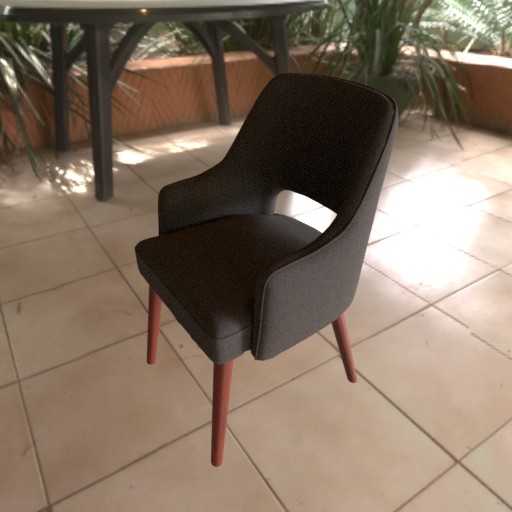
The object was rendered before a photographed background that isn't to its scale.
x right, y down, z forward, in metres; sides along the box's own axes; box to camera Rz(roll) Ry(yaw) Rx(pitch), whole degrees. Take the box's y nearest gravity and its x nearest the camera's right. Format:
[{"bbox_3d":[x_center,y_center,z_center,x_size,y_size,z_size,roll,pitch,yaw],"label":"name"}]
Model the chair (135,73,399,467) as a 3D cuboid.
[{"bbox_3d":[0.000,0.000,1.189,0.560,0.838,0.559,-20,37,-28],"label":"chair"}]
